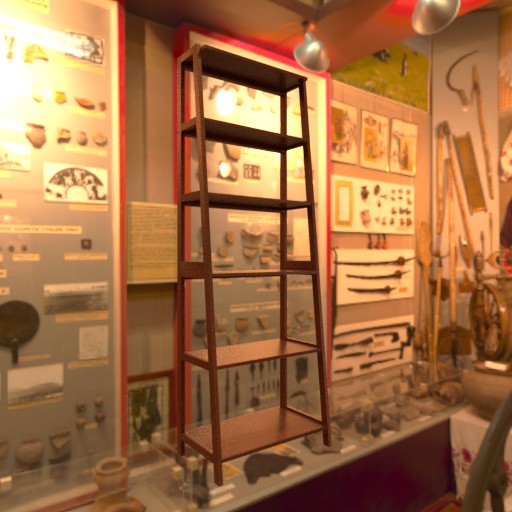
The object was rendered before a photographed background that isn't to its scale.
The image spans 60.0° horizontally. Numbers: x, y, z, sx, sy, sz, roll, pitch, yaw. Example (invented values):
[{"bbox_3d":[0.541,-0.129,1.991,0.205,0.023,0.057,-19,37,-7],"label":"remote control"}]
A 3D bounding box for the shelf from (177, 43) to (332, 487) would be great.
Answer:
[{"bbox_3d":[0.000,0.000,2.164,0.660,1.892,0.382,0,0,-36],"label":"shelf"}]
